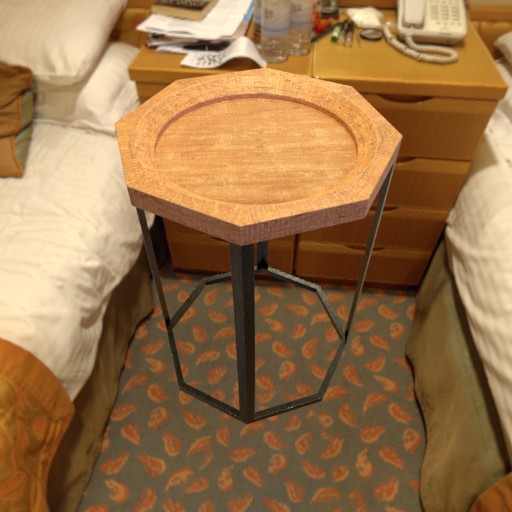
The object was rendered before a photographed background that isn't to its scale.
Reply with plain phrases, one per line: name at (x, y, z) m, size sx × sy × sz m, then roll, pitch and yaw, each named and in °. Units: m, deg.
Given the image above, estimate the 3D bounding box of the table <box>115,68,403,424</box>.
table at (0.000, 0.000, 0.869) m, size 0.437 × 0.553 × 0.437 m, roll -31°, pitch 54°, yaw -27°
